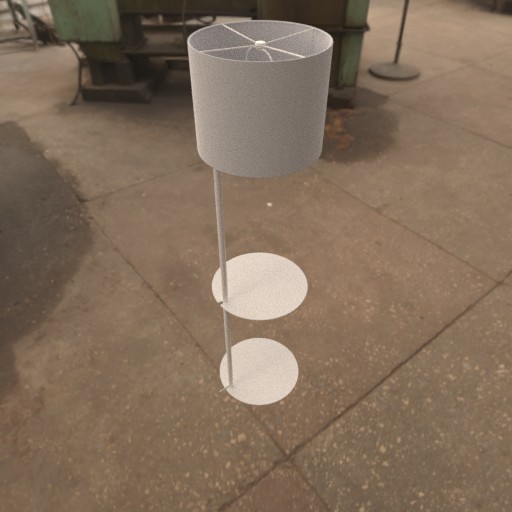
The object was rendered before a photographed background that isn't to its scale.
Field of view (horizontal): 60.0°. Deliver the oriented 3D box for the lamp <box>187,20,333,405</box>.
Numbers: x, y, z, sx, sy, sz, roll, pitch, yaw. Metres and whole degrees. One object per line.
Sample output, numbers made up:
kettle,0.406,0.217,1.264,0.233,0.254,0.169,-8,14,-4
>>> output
lamp,0.000,0.000,1.612,0.405,1.465,0.372,-25,47,-26
